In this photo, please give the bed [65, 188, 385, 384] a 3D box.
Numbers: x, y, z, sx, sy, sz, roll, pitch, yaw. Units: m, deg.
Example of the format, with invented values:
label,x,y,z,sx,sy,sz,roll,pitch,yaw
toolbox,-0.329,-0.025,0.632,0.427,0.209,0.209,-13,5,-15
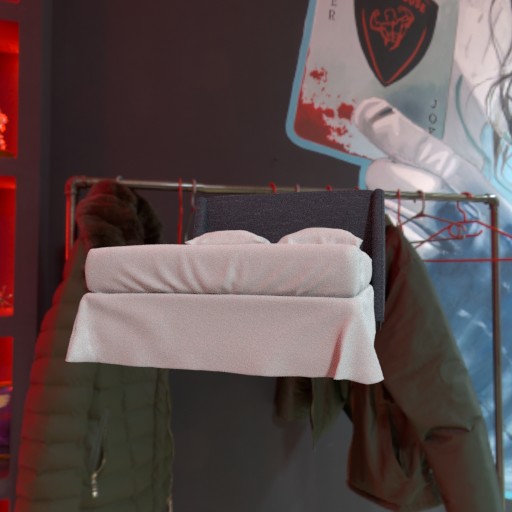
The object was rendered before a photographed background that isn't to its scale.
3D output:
label,x,y,z,sx,sy,sz,roll,pitch,yaw
bed,0.000,0.000,3.455,1.925,1.332,2.276,0,-1,17
